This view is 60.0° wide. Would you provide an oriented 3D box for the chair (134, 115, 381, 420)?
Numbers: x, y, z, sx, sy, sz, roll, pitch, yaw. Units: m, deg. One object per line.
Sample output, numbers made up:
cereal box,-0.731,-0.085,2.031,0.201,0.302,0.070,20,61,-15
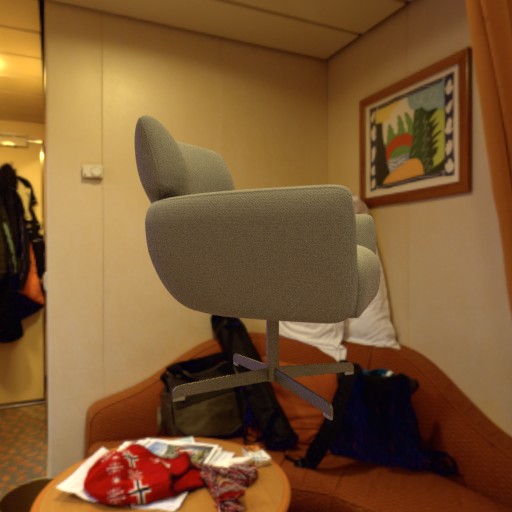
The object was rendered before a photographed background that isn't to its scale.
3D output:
chair,0.000,0.000,1.400,0.730,0.810,0.760,0,0,19
